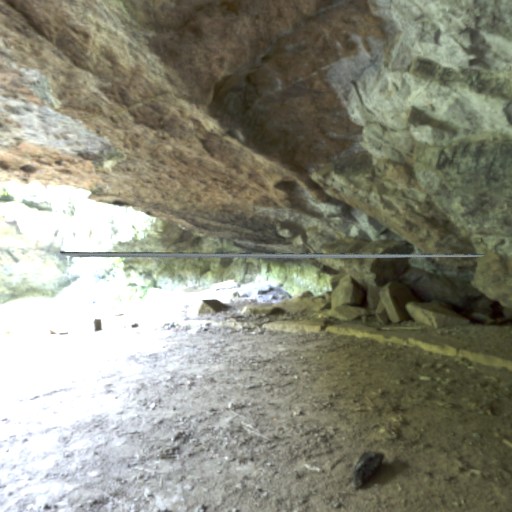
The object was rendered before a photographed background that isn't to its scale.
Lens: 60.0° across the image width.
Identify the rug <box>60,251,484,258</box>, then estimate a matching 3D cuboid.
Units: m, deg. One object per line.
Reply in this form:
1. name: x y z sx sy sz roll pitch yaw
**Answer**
1. rug: 0.000 0.000 2.319 1.830 0.011 1.209 0 -1 -20
